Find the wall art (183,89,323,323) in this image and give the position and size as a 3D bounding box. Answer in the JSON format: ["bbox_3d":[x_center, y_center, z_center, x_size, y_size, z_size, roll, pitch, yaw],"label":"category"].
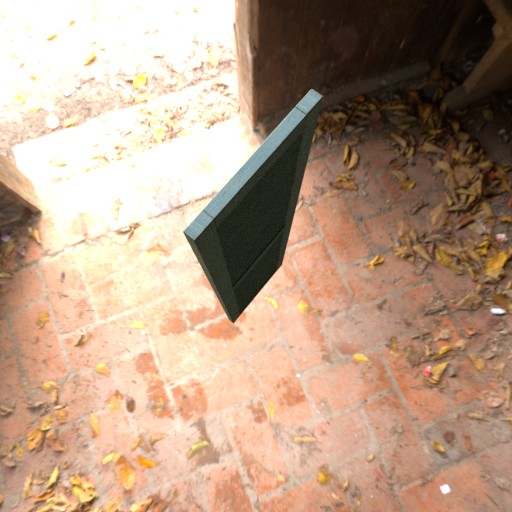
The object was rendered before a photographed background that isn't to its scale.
[{"bbox_3d":[0.000,0.000,1.307,0.025,1.219,0.329,38,79,9],"label":"wall art"}]
